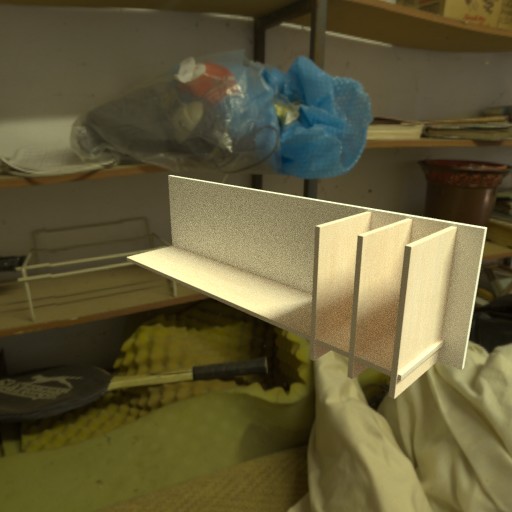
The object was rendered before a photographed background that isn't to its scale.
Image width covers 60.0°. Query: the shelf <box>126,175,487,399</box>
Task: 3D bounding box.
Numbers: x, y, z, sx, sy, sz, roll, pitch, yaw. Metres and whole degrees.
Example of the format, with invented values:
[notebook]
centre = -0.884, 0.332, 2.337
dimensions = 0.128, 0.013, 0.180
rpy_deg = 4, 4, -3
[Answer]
[shelf]
centre = 0.000, 0.000, 1.148
dimensions = 1.020, 0.300, 0.200
rpy_deg = 17, 25, 42
